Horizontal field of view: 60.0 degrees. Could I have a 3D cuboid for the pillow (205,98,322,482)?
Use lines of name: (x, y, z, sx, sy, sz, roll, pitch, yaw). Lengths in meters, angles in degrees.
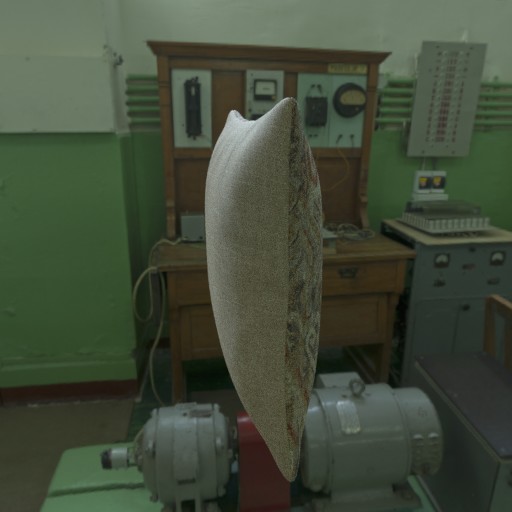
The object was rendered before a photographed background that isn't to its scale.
pillow: (0.000, 0.000, 0.786, 0.166, 0.506, 0.523, -3, 17, -9)
